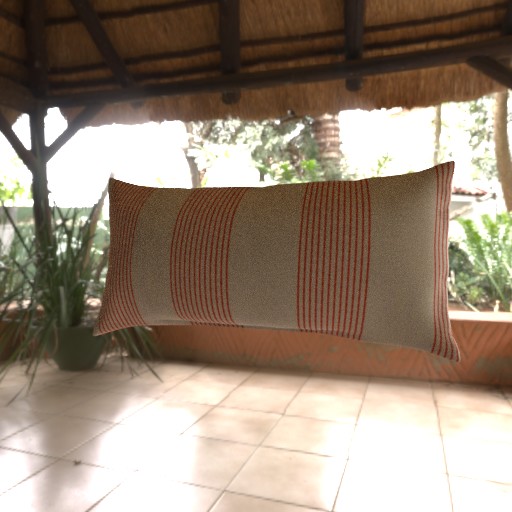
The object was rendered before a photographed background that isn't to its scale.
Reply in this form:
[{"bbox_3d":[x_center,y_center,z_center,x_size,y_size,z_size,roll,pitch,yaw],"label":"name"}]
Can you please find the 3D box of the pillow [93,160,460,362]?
[{"bbox_3d":[0.000,0.000,0.724,0.608,0.292,0.156,0,1,18],"label":"pillow"}]
